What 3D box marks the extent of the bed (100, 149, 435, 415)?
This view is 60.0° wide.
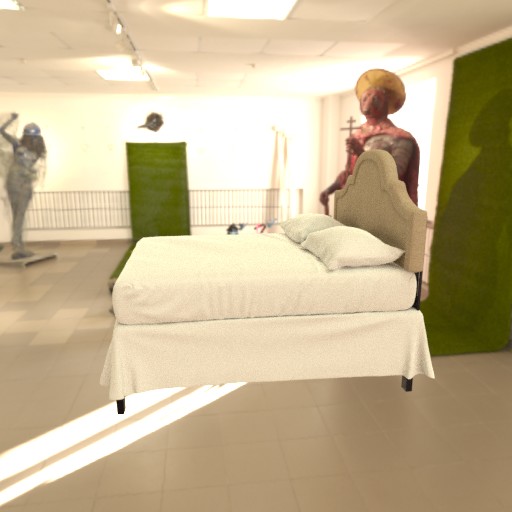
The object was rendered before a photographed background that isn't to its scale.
[{"bbox_3d":[0.000,0.000,3.490,2.222,1.634,1.780,-2,13,-8],"label":"bed"}]
